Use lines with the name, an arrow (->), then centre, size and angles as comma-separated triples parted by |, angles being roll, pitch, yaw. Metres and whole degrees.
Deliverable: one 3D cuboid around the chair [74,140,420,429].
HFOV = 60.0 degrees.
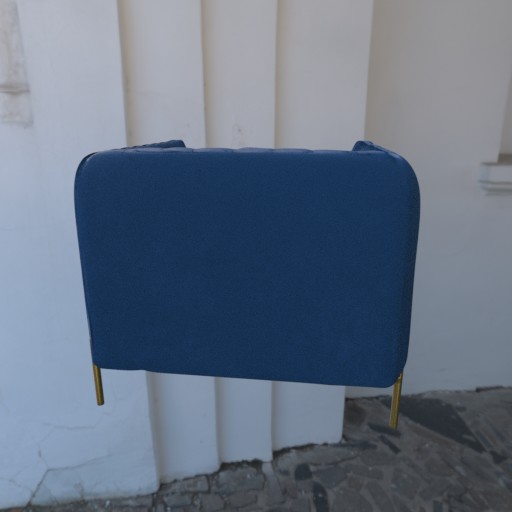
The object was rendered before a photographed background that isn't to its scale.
chair -> 0.000, 0.000, 1.582 | 0.947, 0.793, 0.877 | 2, 17, 7
